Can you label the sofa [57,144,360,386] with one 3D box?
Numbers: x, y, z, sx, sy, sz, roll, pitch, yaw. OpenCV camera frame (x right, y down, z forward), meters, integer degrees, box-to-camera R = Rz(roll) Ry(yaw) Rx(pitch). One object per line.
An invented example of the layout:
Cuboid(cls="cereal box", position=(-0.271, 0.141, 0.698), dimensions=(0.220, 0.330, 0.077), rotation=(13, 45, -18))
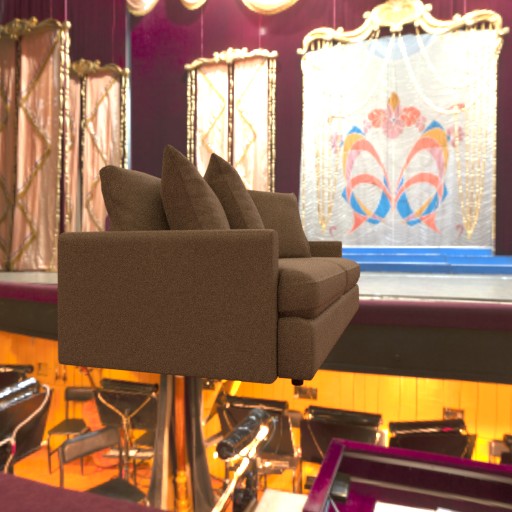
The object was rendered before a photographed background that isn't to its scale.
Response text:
Cuboid(cls="sofa", position=(0.000, 0.000, 3.001), dimensions=(1.228, 1.084, 2.380), rotation=(0, 1, 18))
